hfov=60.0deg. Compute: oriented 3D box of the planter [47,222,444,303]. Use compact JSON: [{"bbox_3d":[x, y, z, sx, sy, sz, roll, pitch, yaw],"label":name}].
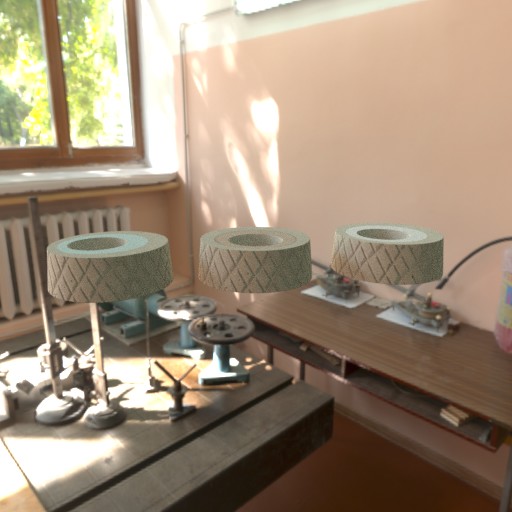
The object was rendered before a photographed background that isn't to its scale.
[{"bbox_3d":[0.000,0.000,0.440,0.390,0.038,0.114,-3,15,-9],"label":"planter"}]
